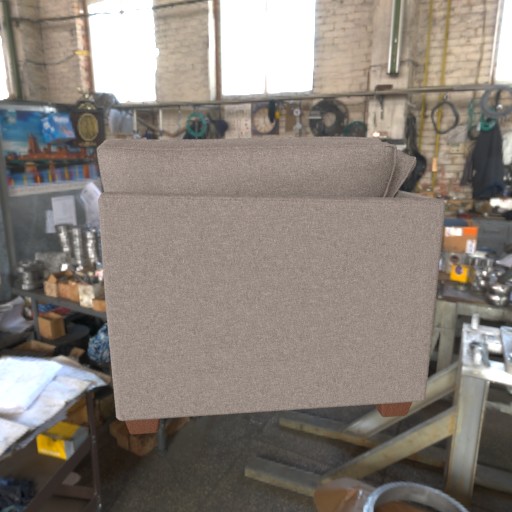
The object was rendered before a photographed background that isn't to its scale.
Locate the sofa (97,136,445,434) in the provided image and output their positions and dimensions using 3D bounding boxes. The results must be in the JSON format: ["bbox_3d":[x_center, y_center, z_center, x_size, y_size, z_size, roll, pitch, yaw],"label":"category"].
[{"bbox_3d":[0.000,0.000,1.851,1.042,0.951,1.050,-2,14,-7],"label":"sofa"}]
